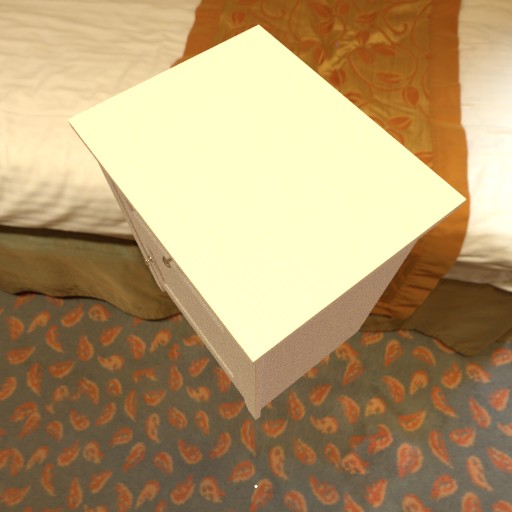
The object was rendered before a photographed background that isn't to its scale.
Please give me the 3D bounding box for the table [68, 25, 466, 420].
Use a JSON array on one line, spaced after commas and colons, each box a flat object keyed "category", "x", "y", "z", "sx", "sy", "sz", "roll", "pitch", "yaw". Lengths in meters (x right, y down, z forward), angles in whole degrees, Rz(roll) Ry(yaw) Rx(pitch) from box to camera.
[{"category": "table", "x": 0.000, "y": 0.000, "z": 0.941, "sx": 0.381, "sy": 0.635, "sz": 0.480, "roll": -34, "pitch": 68, "yaw": -16}]
